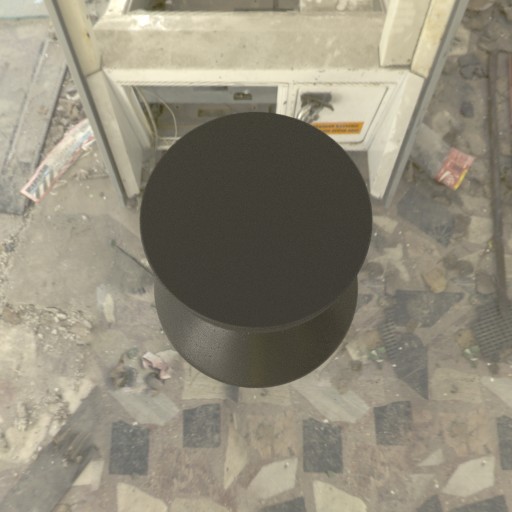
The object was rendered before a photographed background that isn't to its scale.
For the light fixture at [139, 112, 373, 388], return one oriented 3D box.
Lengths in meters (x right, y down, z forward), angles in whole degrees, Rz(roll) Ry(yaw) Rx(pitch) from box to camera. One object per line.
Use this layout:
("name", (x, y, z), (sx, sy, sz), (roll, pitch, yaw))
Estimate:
("light fixture", (0.000, 0.000, 0.351), (0.200, 0.183, 0.200), (0, 73, 0))
